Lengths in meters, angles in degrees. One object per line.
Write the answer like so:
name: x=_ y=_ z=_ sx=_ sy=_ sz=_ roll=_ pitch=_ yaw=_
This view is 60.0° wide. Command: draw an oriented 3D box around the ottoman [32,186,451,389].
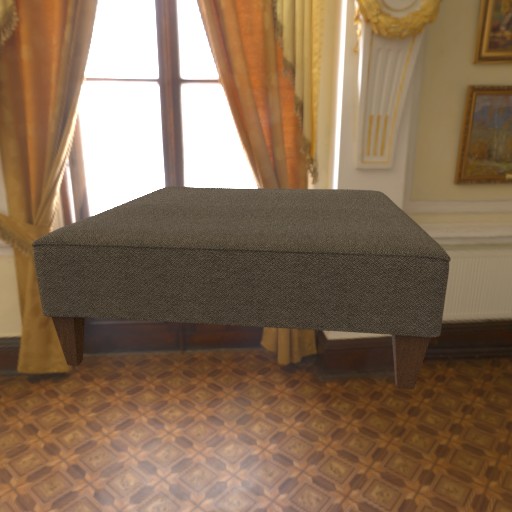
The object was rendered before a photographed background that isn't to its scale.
ottoman: x=0.000 y=0.000 z=1.493 sx=0.970 sy=0.378 sz=0.981 roll=2 pitch=16 yaw=7
